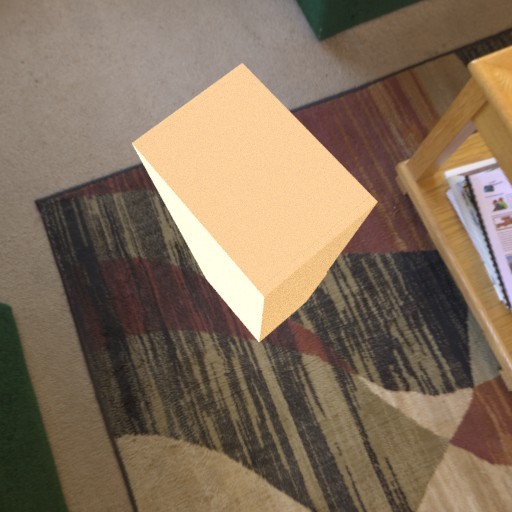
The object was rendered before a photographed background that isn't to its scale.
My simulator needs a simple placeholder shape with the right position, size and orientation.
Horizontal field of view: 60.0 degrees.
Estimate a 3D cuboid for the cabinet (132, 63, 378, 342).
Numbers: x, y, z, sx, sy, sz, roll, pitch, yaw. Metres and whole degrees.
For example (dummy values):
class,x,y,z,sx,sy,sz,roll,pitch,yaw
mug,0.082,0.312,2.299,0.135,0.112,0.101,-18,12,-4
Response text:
class,x,y,z,sx,sy,sz,roll,pitch,yaw
cabinet,0.000,0.000,1.509,0.300,1.350,0.400,-39,79,-9
